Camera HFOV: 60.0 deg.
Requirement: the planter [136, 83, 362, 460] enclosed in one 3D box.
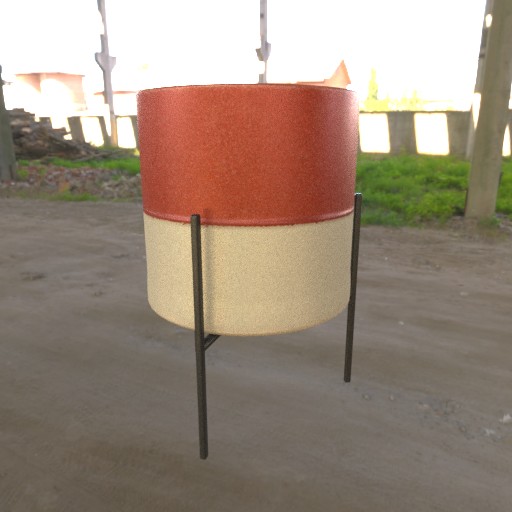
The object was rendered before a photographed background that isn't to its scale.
[{"bbox_3d":[0.000,0.000,0.518,0.251,0.354,0.235,-2,15,-9],"label":"planter"}]
